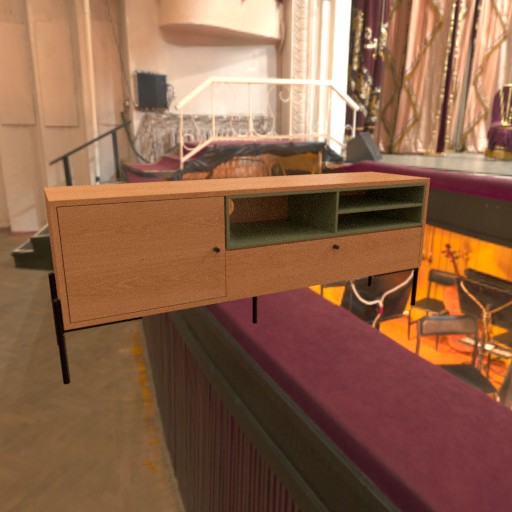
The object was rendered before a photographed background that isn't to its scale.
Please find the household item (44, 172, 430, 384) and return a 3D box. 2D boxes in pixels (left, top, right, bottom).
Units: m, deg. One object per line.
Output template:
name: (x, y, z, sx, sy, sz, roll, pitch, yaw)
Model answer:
household item: (0.000, 0.000, 1.825, 1.550, 0.600, 0.400, -8, 17, -26)
